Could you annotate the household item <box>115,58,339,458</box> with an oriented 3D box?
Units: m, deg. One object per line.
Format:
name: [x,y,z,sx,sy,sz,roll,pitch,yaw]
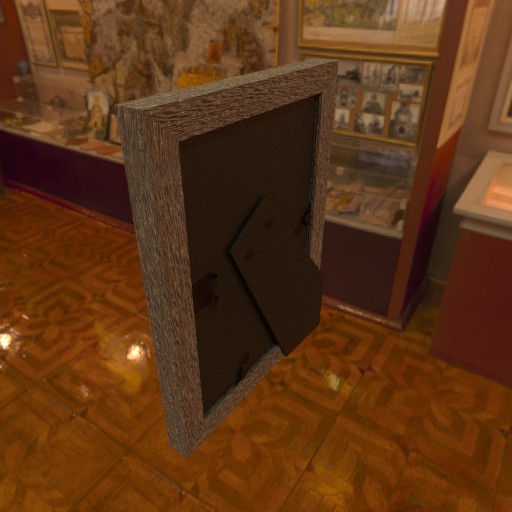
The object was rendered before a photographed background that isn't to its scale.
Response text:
household item: [0.000,0.000,0.277,0.020,0.210,0.160,21,37,30]
